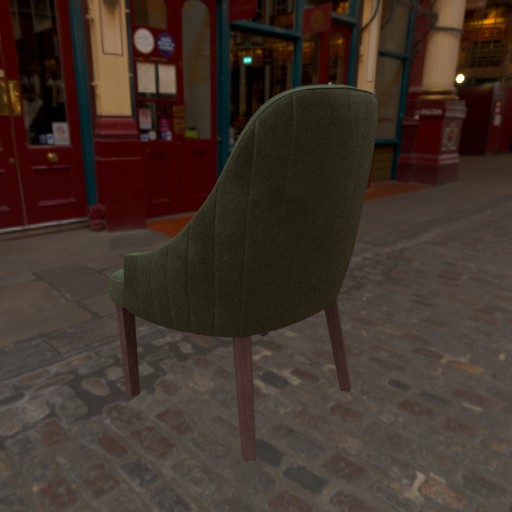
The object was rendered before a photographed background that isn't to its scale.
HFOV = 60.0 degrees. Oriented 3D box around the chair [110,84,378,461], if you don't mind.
[{"bbox_3d":[0.000,0.000,1.265,0.643,0.889,0.575,-16,23,-42],"label":"chair"}]
